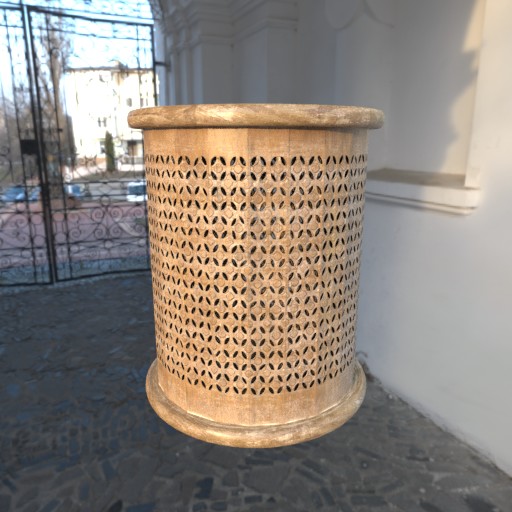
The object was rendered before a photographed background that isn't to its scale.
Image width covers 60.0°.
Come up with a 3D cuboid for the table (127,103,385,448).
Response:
[{"bbox_3d":[0.000,0.000,0.783,0.407,0.482,0.407,0,15,0],"label":"table"}]
